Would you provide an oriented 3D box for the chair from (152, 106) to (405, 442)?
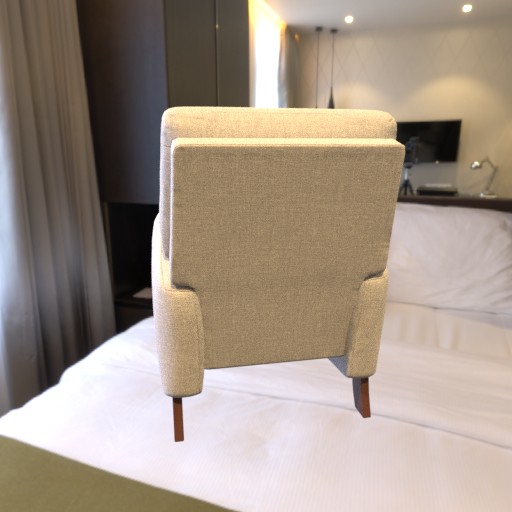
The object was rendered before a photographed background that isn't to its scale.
[{"bbox_3d":[0.000,0.000,1.648,0.762,0.990,0.990,-3,14,-11],"label":"chair"}]
